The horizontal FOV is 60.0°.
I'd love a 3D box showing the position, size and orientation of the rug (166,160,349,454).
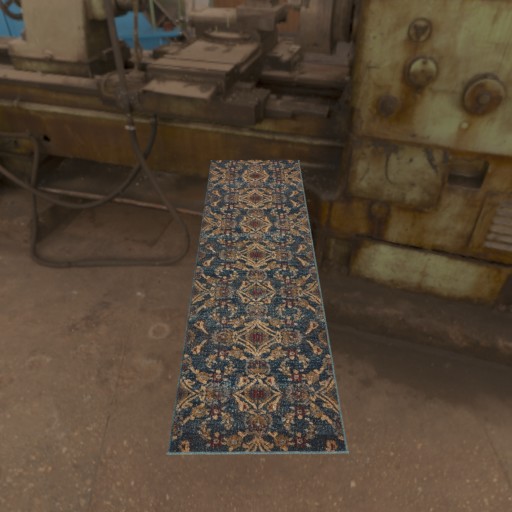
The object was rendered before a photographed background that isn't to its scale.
[{"bbox_3d":[0.000,0.000,2.529,0.685,0.014,2.292,0,40,0],"label":"rug"}]
